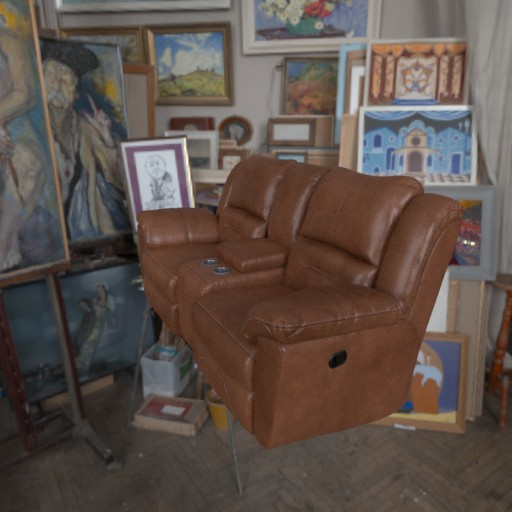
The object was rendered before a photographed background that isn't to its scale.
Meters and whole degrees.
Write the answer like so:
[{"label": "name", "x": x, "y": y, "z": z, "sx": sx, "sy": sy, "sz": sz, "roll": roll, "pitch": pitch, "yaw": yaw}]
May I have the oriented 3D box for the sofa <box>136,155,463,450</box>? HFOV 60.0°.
[{"label": "sofa", "x": 0.000, "y": 0.000, "z": 2.576, "sx": 0.991, "sy": 1.043, "sz": 2.058, "roll": -9, "pitch": 20, "yaw": -26}]
